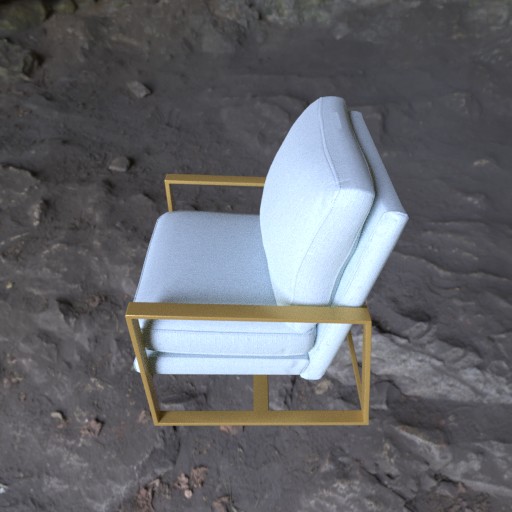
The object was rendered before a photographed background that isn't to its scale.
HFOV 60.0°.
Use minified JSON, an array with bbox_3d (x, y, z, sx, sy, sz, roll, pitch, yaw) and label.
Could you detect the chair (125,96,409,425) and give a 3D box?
[{"bbox_3d":[0.000,0.000,1.568,0.813,0.956,0.758,0,41,0],"label":"chair"}]
